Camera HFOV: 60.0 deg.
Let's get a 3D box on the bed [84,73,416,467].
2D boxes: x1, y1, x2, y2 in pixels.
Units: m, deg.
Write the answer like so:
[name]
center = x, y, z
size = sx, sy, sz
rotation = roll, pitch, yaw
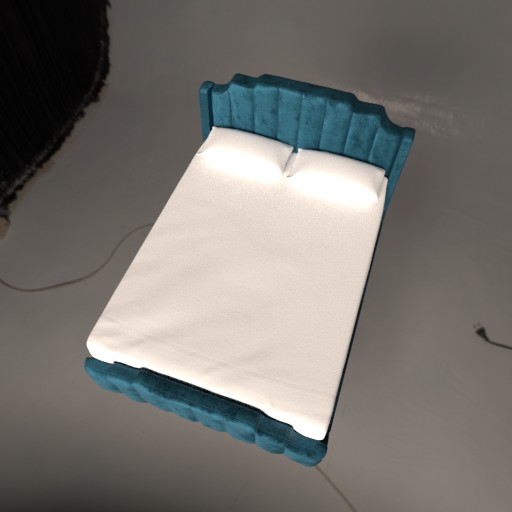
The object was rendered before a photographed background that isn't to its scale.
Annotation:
[bed]
center = 0.000, 0.000, 3.215
size = 1.678, 1.338, 2.322
rotation = 17, 59, 10
